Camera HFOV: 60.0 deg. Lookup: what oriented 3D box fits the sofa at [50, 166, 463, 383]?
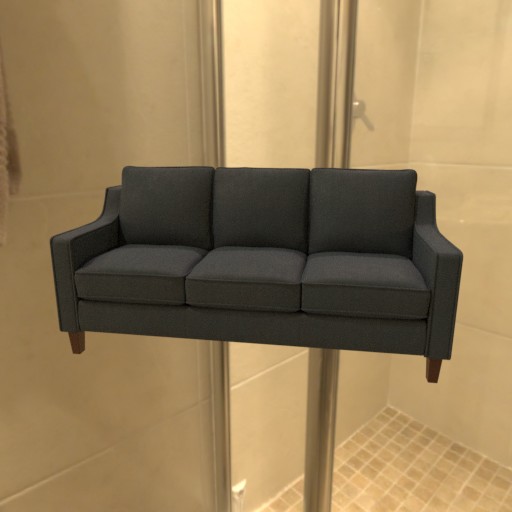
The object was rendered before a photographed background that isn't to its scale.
[{"bbox_3d":[0.000,0.000,2.542,1.986,0.974,0.911,2,15,9],"label":"sofa"}]
